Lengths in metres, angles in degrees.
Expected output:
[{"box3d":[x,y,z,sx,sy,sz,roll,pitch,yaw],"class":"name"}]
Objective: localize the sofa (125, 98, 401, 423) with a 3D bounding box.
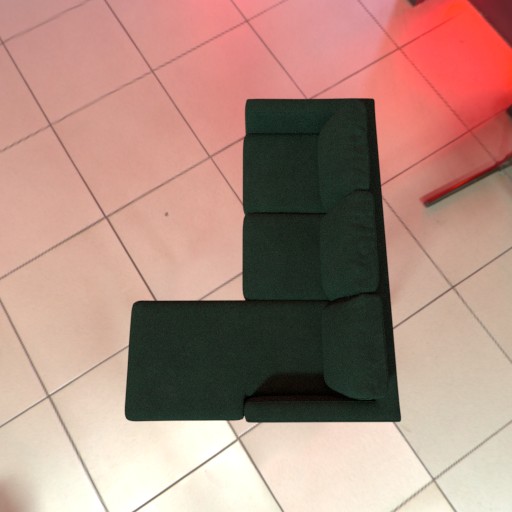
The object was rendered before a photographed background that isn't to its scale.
[{"box3d":[0.000,0.000,2.894,1.580,0.899,2.030,0,75,0],"class":"sofa"}]
